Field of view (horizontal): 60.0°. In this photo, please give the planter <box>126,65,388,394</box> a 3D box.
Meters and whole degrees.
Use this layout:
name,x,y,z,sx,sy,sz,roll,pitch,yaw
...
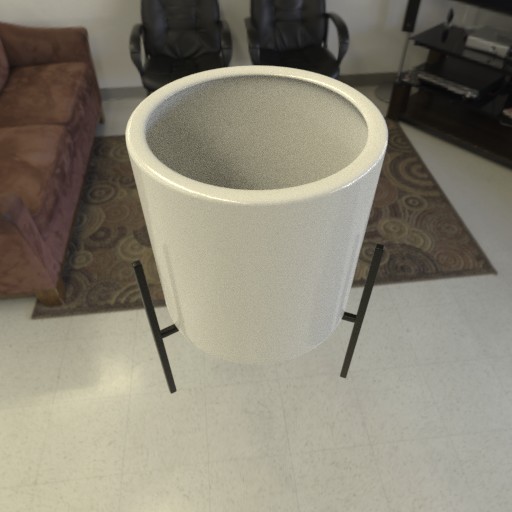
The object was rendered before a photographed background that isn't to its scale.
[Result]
name,x,y,z,sx,sy,sz,roll,pitch,yaw
planter,0.000,0.000,0.508,0.239,0.356,0.239,-3,46,-3
